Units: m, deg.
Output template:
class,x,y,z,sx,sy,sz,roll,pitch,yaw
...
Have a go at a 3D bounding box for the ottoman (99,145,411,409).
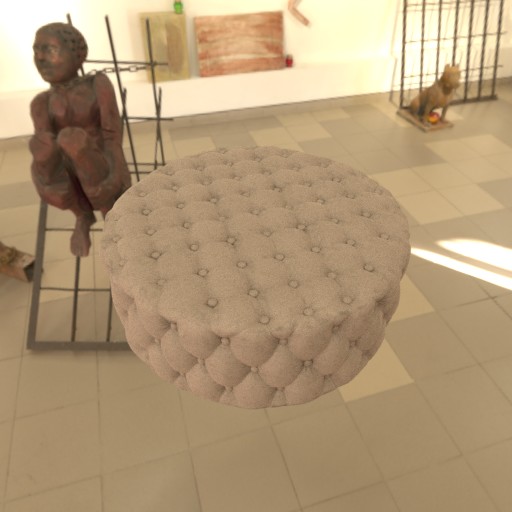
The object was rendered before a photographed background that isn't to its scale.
class,x,y,z,sx,sy,sz,roll,pitch,yaw
ottoman,0.000,0.000,1.544,0.998,0.399,0.998,0,40,0
